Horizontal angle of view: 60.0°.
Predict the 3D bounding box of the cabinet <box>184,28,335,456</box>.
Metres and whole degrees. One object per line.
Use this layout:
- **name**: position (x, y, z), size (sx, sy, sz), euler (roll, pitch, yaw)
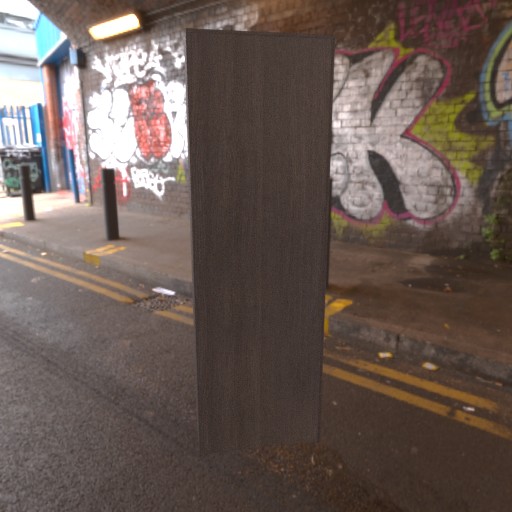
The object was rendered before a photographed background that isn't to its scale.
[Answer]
- **cabinet**: position (0.000, 0.000, 1.819), size (0.520, 1.630, 0.255), euler (-2, 13, -10)
